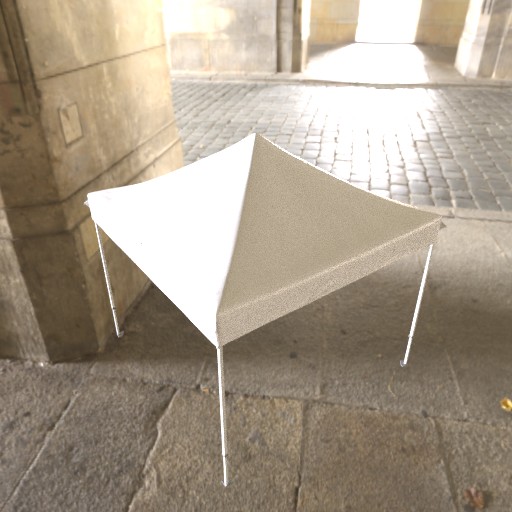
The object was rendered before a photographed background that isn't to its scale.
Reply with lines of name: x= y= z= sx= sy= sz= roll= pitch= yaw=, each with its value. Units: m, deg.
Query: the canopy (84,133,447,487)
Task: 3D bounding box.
canopy: x=0.000 y=0.000 z=5.410 sx=2.996 sy=2.998 sz=2.994 roll=-21 pitch=37 yaw=-31
